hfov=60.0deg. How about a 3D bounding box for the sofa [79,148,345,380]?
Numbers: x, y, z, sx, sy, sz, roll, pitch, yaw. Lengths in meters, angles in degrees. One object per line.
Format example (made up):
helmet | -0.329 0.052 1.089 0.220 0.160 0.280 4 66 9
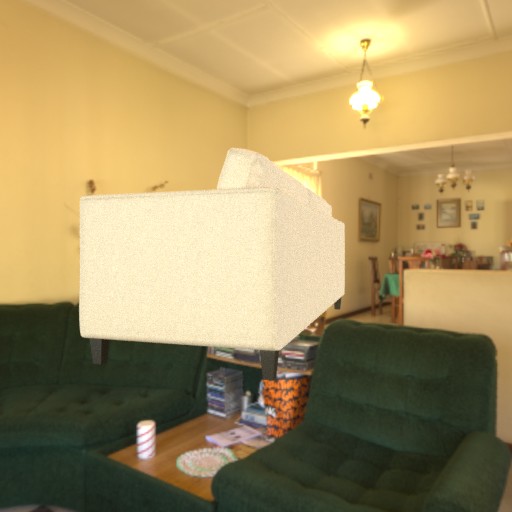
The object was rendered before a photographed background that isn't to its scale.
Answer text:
sofa | 0.000 0.000 2.984 0.948 0.965 2.434 0 1 17
